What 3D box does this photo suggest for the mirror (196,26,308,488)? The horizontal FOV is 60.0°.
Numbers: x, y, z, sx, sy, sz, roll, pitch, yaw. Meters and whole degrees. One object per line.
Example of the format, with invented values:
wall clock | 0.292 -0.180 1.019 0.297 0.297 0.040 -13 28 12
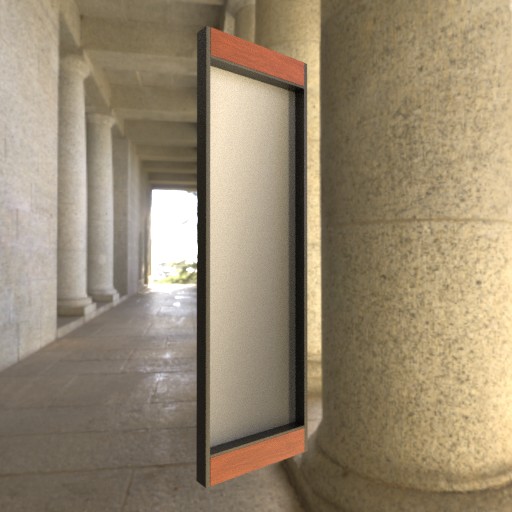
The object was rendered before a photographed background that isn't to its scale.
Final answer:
mirror | 0.000 0.000 1.198 0.343 1.123 0.047 0 -1 -38
